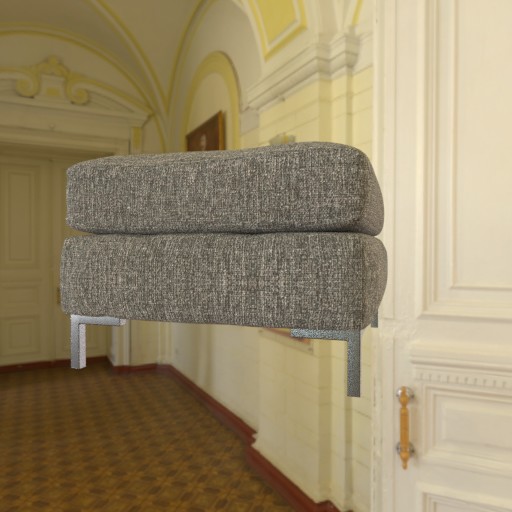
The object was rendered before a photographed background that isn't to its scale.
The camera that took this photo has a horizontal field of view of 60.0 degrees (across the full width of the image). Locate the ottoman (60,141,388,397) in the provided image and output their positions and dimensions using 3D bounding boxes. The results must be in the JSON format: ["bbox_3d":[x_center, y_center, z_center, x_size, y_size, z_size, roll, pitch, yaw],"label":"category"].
[{"bbox_3d":[0.000,0.000,1.213,0.683,0.480,0.828,0,1,18],"label":"ottoman"}]
